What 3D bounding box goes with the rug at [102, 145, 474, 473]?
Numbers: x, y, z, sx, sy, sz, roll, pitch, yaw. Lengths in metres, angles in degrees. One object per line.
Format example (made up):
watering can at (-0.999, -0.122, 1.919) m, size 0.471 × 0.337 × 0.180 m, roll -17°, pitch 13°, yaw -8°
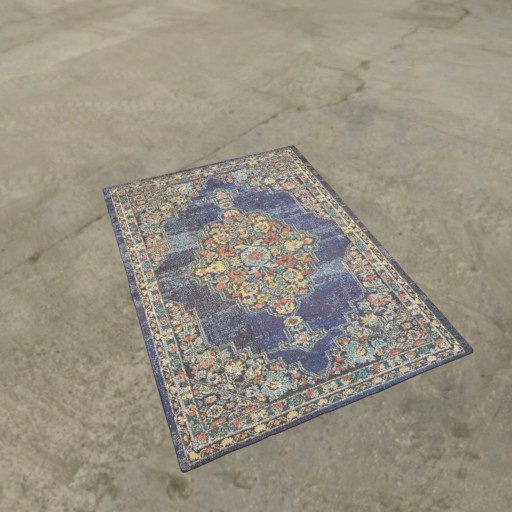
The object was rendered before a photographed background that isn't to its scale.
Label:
rug at (0.000, 0.000, 2.880) m, size 1.630 × 0.009 × 2.232 m, roll -16°, pitch 48°, yaw -16°
